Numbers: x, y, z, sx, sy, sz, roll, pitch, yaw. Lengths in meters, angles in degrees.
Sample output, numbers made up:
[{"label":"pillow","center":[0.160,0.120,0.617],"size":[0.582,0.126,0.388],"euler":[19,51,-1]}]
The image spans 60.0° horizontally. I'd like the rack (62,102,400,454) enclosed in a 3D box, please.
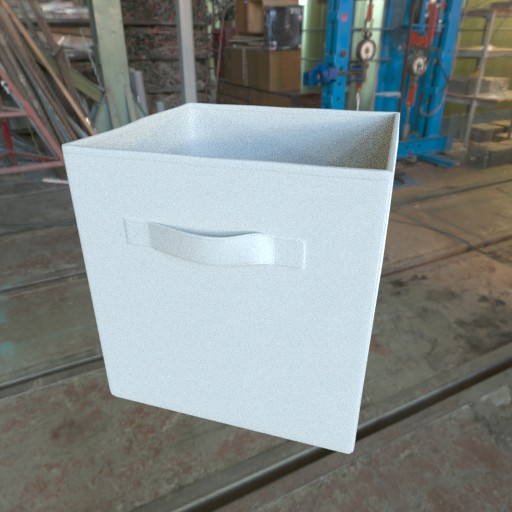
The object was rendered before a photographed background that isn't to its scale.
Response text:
[{"label":"rack","center":[0.000,0.000,0.493],"size":[0.270,0.280,0.270],"euler":[8,28,15]}]
